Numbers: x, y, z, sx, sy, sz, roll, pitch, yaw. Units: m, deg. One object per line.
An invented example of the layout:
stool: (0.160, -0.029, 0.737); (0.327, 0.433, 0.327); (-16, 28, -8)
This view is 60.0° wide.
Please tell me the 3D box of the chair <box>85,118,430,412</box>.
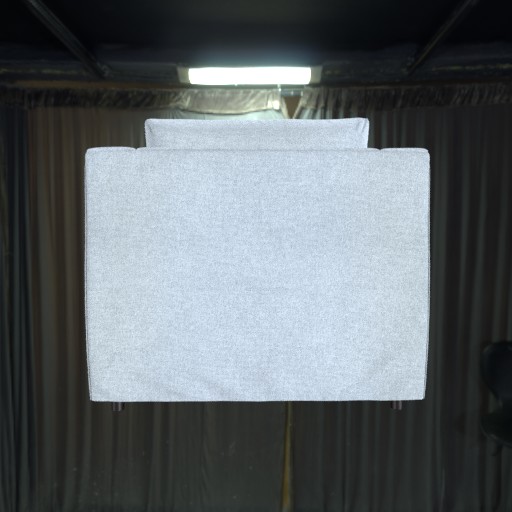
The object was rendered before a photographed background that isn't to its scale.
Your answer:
chair: (0.000, 0.000, 2.011); (1.194, 1.059, 1.071); (0, 1, -1)
